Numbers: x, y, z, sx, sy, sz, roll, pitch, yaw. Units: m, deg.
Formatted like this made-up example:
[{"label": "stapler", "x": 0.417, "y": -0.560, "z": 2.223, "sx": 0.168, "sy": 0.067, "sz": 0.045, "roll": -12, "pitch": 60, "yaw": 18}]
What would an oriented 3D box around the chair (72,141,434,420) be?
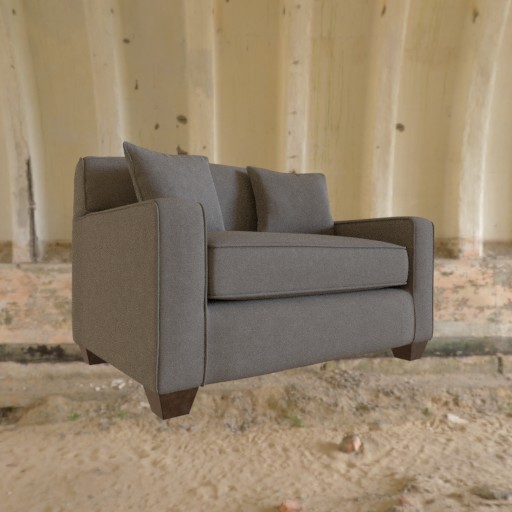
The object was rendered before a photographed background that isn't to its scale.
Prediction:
[{"label": "chair", "x": 0.000, "y": 0.000, "z": 2.025, "sx": 1.395, "sy": 0.953, "sz": 0.992, "roll": 0, "pitch": 1, "yaw": -36}]
